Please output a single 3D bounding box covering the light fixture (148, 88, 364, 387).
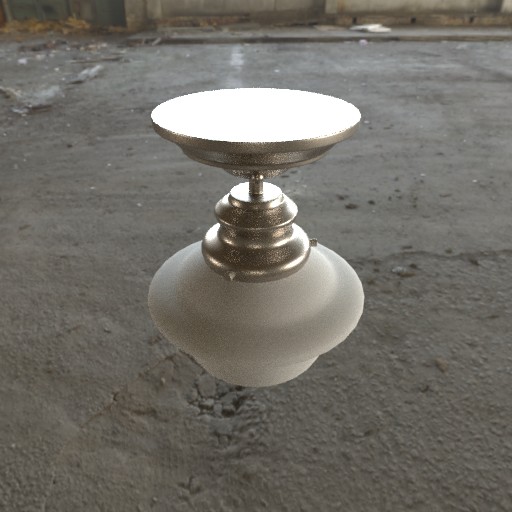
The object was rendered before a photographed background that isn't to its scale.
[{"bbox_3d":[0.000,0.000,0.394,0.199,0.254,0.199,0,32,0],"label":"light fixture"}]
